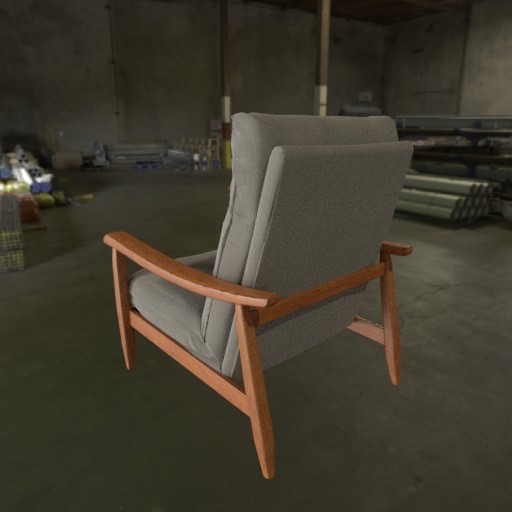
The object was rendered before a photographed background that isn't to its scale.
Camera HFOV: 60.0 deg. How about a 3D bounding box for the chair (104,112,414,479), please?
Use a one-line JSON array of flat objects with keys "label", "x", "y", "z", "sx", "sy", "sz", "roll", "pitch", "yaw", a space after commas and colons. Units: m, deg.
[{"label": "chair", "x": 0.000, "y": 0.000, "z": 1.530, "sx": 0.782, "sy": 0.922, "sz": 0.816, "roll": -15, "pitch": 22, "yaw": -41}]
